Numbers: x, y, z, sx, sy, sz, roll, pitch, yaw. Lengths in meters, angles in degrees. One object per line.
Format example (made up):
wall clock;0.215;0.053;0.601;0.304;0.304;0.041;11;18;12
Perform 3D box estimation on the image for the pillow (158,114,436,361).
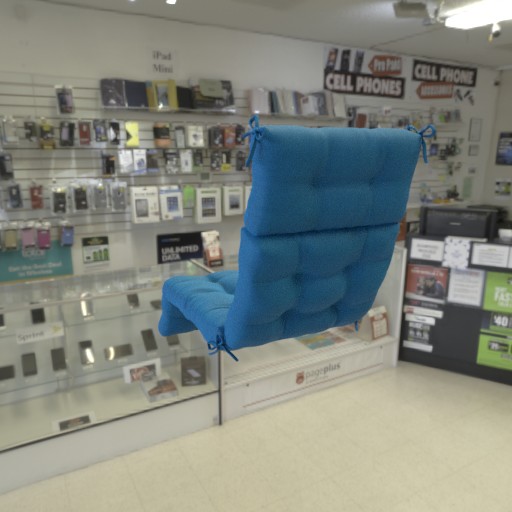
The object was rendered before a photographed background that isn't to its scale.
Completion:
pillow;0.000;0.000;1.530;0.526;0.863;1.016;-7;15;-26
